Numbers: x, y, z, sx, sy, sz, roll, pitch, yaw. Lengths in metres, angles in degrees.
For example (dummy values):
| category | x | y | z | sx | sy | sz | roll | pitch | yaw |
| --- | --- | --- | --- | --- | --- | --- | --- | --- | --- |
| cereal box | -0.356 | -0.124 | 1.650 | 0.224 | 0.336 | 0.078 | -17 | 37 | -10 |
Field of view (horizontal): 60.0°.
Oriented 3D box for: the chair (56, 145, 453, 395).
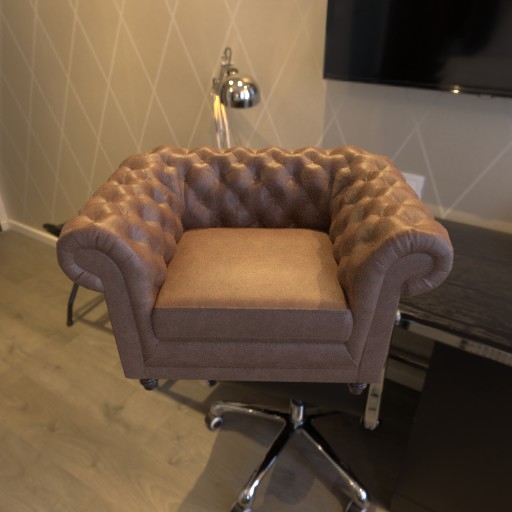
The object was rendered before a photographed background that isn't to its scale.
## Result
| category | x | y | z | sx | sy | sz | roll | pitch | yaw |
| --- | --- | --- | --- | --- | --- | --- | --- | --- | --- |
| chair | 0.000 | 0.000 | 1.938 | 1.298 | 0.784 | 0.954 | 1 | 31 | 1 |
